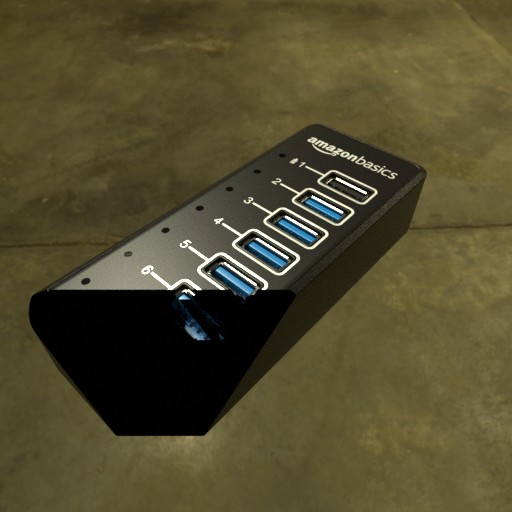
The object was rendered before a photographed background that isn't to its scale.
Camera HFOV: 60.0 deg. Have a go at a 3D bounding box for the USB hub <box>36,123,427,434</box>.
[{"bbox_3d":[0.000,0.000,0.123,0.044,0.023,0.110,33,54,28],"label":"USB hub"}]
